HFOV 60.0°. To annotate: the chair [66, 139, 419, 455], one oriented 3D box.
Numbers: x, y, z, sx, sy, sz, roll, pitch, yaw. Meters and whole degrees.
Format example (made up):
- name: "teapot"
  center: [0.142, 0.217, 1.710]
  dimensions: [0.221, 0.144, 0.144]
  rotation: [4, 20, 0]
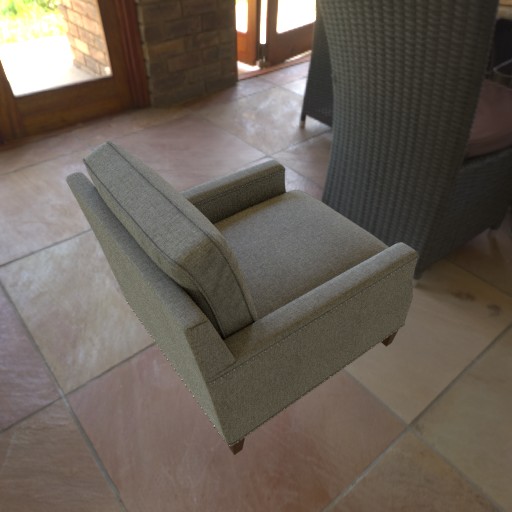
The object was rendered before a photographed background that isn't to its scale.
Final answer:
- name: "chair"
  center: [0.000, 0.000, 1.706]
  dimensions: [1.014, 0.943, 0.853]
  rotation: [-26, 47, -27]
